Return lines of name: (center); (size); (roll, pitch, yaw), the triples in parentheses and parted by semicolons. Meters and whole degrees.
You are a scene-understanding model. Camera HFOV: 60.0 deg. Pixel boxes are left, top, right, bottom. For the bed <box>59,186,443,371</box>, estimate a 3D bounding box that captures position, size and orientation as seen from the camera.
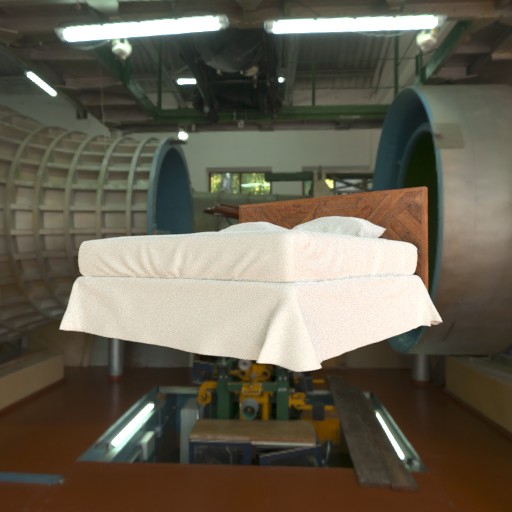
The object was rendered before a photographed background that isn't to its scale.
bed: (0.000, 0.000, 3.494); (2.255, 1.158, 2.165); (-1, -1, 38)
